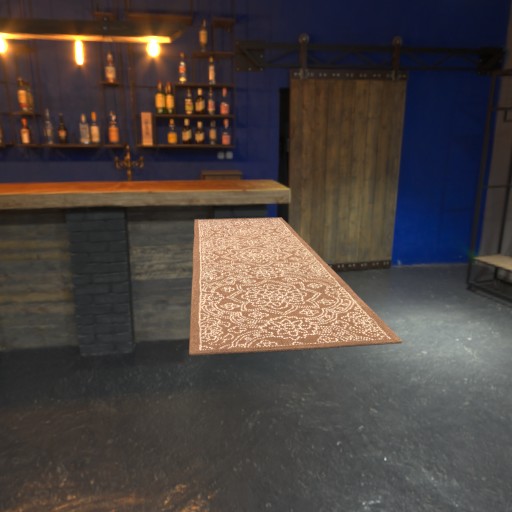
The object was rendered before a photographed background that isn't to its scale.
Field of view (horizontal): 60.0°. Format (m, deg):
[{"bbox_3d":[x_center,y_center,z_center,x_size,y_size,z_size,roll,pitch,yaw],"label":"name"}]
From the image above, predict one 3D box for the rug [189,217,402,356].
[{"bbox_3d":[0.000,0.000,2.718,0.769,0.012,2.448,-2,16,-7],"label":"rug"}]
